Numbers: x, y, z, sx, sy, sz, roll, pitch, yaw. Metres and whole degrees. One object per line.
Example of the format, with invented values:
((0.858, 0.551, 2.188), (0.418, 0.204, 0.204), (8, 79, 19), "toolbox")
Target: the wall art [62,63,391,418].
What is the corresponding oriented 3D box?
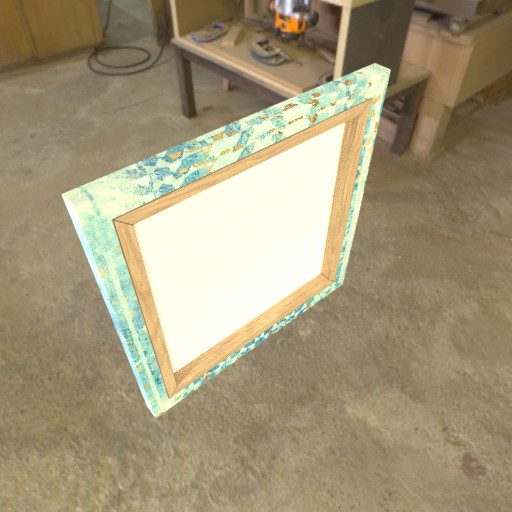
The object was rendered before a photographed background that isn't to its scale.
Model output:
((0.000, 0.000, 0.905), (0.609, 0.609, 0.040), (-31, 54, -26), "wall art")
